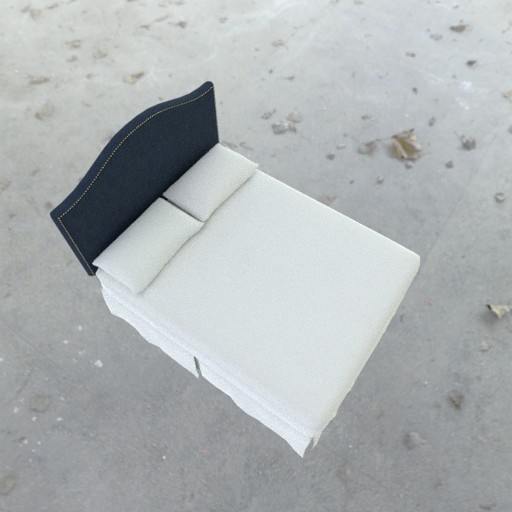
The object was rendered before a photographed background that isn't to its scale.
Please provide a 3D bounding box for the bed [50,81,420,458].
[{"bbox_3d":[0.000,0.000,3.329,2.153,1.518,1.725,31,63,18],"label":"bed"}]
